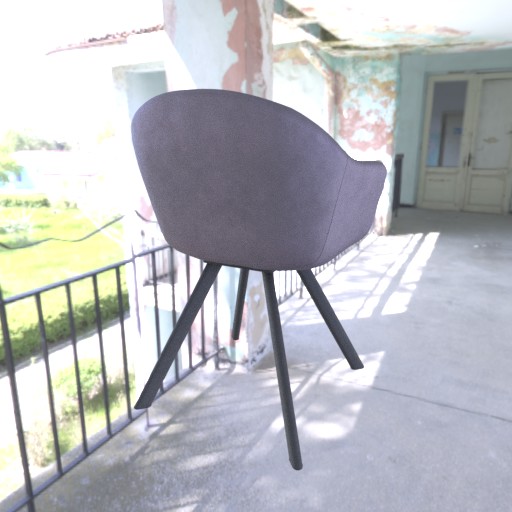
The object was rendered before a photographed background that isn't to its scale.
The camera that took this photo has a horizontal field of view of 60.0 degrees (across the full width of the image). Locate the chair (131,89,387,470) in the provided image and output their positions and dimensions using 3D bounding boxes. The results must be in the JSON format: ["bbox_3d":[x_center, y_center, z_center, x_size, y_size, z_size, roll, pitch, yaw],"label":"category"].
[{"bbox_3d":[0.000,0.000,1.165,0.567,0.781,0.544,8,17,28],"label":"chair"}]
